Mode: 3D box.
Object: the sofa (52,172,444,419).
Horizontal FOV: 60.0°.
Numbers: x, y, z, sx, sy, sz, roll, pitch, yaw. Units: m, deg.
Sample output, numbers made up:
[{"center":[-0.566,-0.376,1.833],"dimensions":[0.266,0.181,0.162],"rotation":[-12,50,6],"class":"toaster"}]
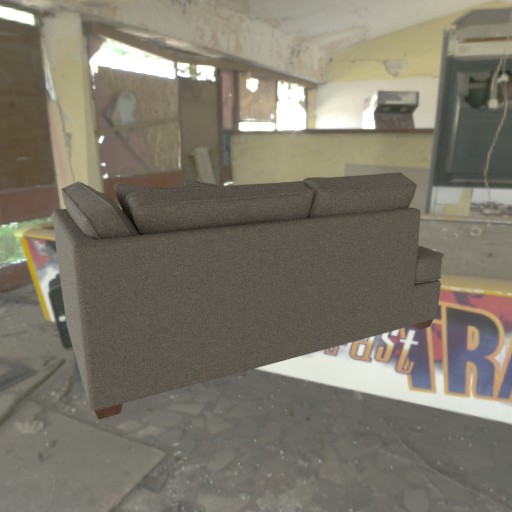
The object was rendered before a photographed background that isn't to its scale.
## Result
[{"center":[0.000,0.000,2.810],"dimensions":[2.237,1.033,1.110],"rotation":[-8,17,-27],"class":"sofa"}]
